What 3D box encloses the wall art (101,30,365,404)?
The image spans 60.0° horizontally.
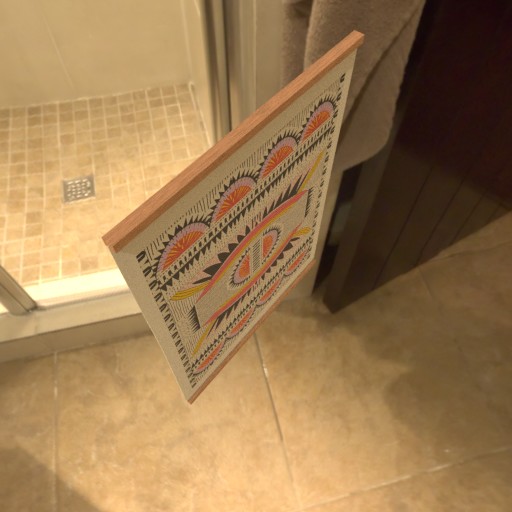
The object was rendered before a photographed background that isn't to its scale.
[{"bbox_3d":[0.000,0.000,1.302,0.028,1.016,0.765,35,64,20],"label":"wall art"}]
